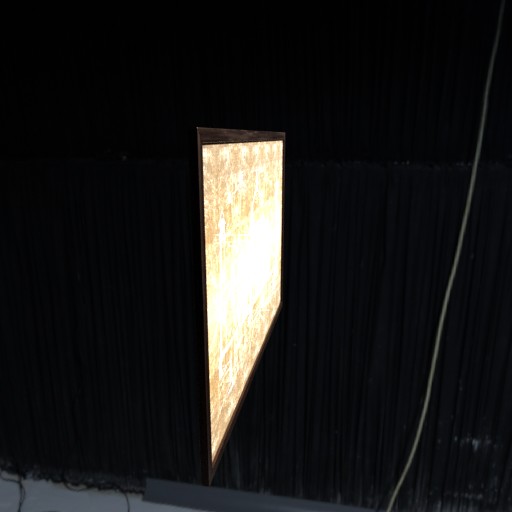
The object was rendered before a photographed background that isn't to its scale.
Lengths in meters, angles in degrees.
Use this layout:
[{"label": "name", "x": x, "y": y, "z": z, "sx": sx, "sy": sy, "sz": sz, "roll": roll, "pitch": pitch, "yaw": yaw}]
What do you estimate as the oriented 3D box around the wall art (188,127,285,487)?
[{"label": "wall art", "x": 0.000, "y": 0.000, "z": 1.032, "sx": 0.014, "sy": 0.559, "sz": 0.816, "roll": 3, "pitch": 15, "yaw": 11}]
